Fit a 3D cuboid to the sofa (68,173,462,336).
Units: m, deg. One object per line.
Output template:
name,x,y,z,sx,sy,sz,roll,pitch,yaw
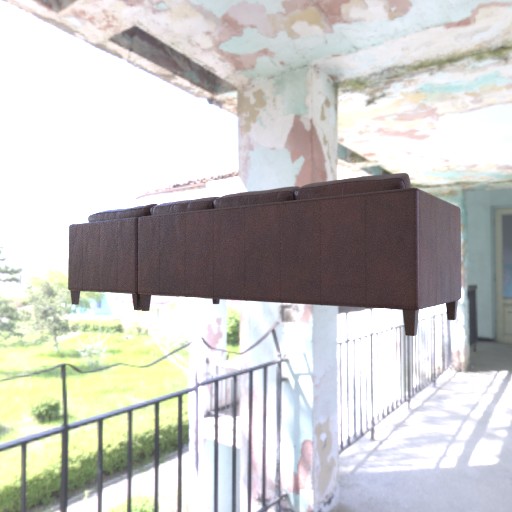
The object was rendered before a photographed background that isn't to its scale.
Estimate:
sofa,0.000,0.000,3.784,3.203,0.883,1.581,-1,-2,37
